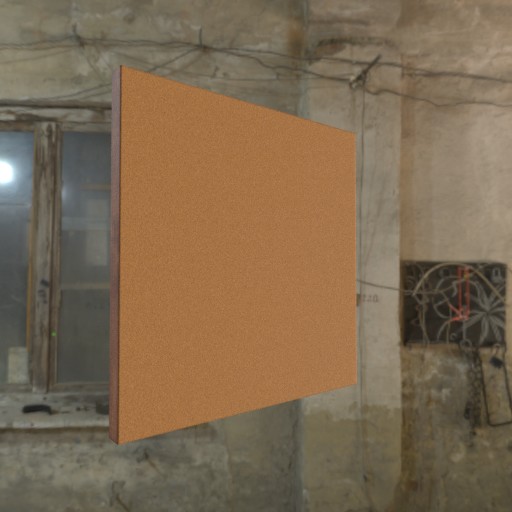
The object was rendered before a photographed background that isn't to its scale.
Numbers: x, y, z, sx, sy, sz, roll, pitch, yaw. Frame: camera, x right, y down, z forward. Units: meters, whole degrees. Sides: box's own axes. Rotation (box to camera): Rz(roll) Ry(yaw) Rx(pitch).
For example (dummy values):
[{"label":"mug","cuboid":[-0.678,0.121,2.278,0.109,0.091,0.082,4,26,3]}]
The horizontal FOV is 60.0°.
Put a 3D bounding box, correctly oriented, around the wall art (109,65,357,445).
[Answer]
[{"label":"wall art","cuboid":[0.000,0.000,0.853,0.554,0.572,0.037,1,-2,-38]}]
